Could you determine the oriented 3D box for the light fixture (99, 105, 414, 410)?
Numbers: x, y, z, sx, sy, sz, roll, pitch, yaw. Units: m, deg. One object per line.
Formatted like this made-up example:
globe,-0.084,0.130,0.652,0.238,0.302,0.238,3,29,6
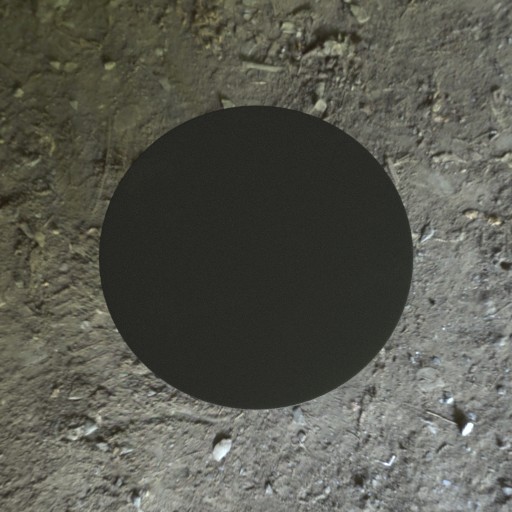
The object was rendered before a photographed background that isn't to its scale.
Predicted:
light fixture,0.000,0.000,0.548,0.356,0.102,0.356,0,76,0
